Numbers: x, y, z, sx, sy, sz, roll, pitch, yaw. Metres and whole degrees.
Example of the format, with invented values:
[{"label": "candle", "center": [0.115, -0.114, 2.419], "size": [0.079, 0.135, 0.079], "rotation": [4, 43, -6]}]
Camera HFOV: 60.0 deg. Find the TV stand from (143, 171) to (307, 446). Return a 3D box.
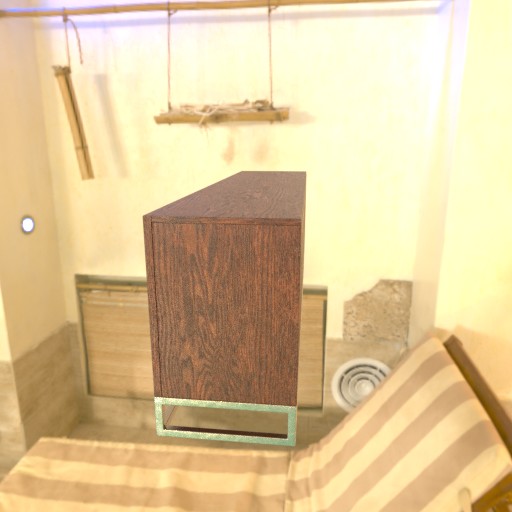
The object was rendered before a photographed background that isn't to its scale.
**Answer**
[{"label": "TV stand", "center": [0.000, 0.000, 1.801], "size": [0.382, 0.578, 1.541], "rotation": [2, 15, 6]}]
